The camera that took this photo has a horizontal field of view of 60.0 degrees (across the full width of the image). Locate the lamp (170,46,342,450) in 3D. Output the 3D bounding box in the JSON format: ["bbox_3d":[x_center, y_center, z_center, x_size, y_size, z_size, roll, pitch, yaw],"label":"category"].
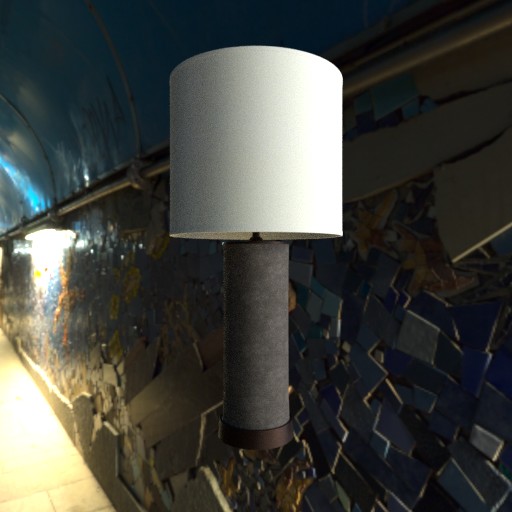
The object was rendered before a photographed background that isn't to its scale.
[{"bbox_3d":[0.000,0.000,0.785,0.301,0.630,0.301,0,0,-18],"label":"lamp"}]
